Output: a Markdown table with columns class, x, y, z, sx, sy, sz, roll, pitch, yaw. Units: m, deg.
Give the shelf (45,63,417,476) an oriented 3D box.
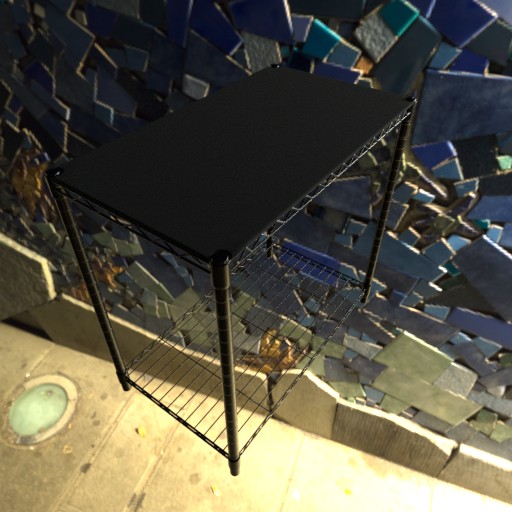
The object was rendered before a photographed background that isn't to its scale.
| class | x | y | z | sx | sy | sz | roll | pitch | yaw |
| --- | --- | --- | --- | --- | --- | --- | --- | --- | --- |
| shelf | 0.000 | 0.000 | 0.926 | 0.338 | 0.564 | 0.589 | 26 | 48 | 26 |
